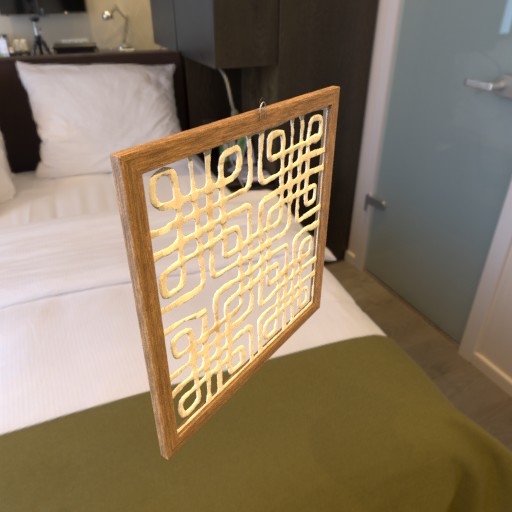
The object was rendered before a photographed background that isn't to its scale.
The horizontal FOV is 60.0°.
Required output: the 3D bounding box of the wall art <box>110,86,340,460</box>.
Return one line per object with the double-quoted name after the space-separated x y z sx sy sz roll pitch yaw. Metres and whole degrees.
0.000 0.000 0.850 0.021 0.582 0.561 20 36 30 "wall art"
